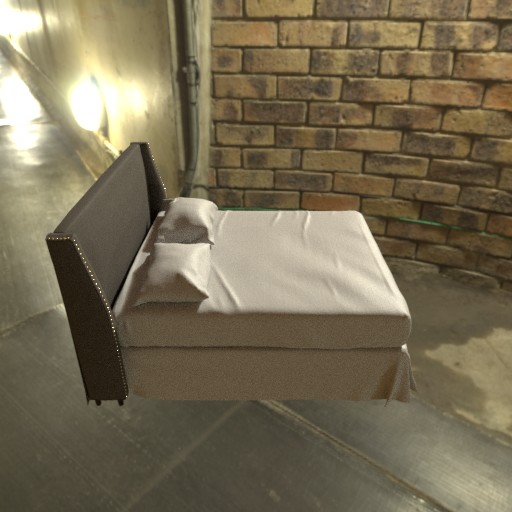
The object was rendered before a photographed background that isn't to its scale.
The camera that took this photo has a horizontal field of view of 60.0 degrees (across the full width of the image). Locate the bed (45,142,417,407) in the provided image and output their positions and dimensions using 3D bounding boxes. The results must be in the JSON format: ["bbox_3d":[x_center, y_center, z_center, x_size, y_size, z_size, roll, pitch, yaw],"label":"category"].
[{"bbox_3d":[0.000,0.000,3.498,2.276,1.332,1.925,0,30,0],"label":"bed"}]
